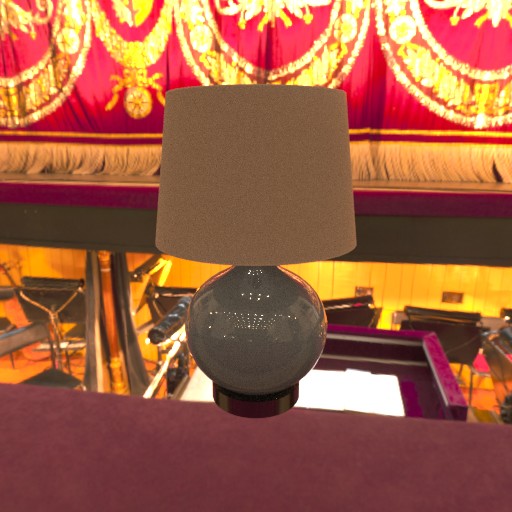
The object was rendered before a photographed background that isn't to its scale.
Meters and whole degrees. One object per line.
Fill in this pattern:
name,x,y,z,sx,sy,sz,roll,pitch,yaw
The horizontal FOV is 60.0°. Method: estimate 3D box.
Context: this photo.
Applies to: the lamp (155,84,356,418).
lamp,0.000,0.000,0.561,0.247,0.387,0.247,0,15,0
